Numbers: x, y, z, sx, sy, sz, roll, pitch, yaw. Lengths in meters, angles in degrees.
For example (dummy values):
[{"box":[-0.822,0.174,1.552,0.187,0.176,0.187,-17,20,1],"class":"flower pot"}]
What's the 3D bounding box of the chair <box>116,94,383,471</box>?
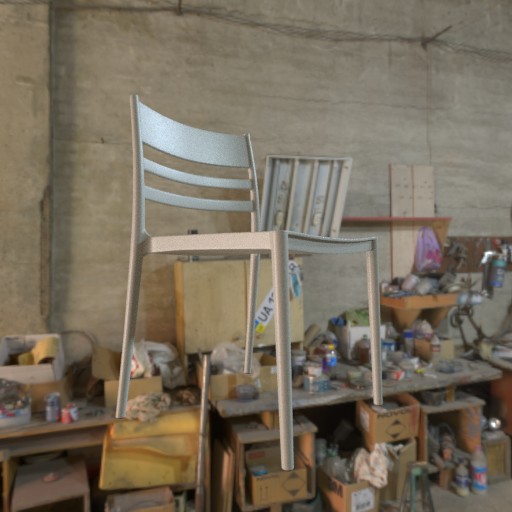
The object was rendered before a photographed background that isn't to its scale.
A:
[{"box":[0.000,0.000,1.160,0.511,0.800,0.531,0,1,37],"class":"chair"}]
